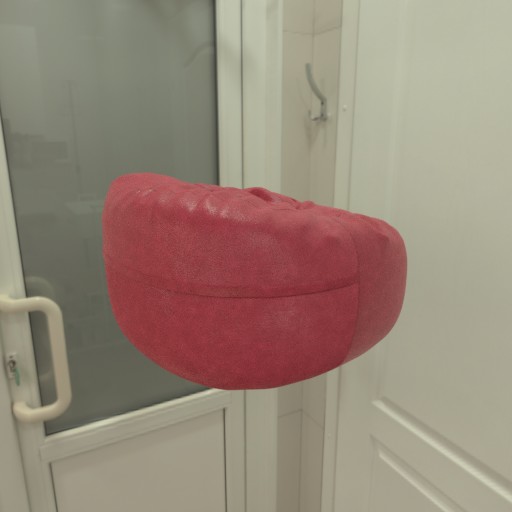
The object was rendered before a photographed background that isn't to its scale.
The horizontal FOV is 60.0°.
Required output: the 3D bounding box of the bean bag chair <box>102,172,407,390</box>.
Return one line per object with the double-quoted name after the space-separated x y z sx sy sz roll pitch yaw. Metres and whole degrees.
0.000 0.000 2.352 1.524 0.878 1.524 -8 17 -28 "bean bag chair"
